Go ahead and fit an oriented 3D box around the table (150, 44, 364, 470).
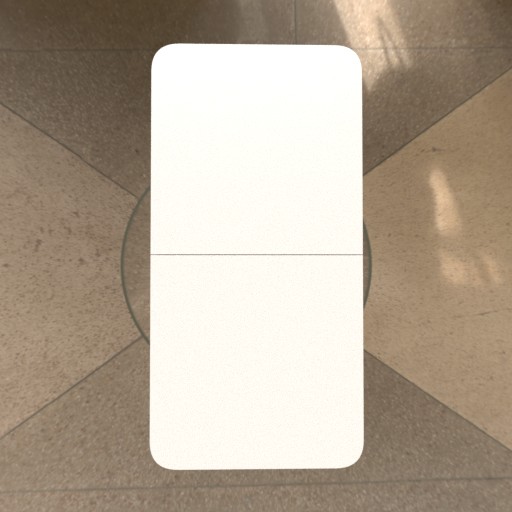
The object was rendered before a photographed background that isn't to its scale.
[{"bbox_3d":[0.000,0.000,1.422,0.600,0.340,1.200,0,89,-1],"label":"table"}]
